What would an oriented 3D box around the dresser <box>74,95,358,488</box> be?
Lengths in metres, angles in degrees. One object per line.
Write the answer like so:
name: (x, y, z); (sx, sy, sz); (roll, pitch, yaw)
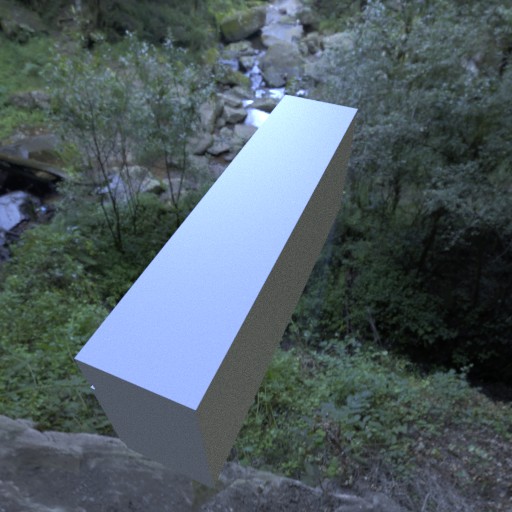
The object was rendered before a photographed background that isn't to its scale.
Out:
dresser: (0.000, 0.000, 2.544); (0.500, 0.840, 2.200); (17, 49, 16)
